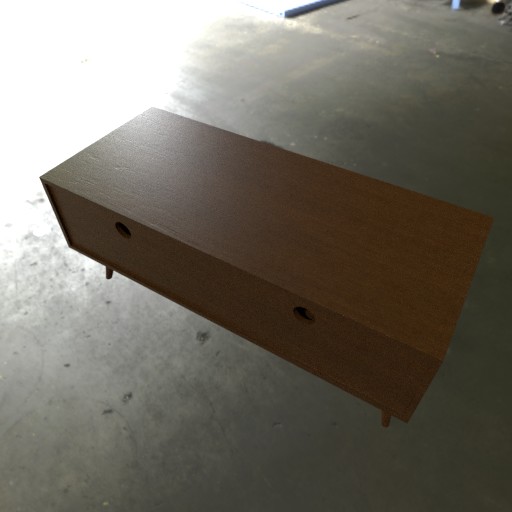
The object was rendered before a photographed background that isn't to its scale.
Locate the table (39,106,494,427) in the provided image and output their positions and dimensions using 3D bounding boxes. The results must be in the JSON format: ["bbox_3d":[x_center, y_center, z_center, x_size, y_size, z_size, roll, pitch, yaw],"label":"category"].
[{"bbox_3d":[0.000,0.000,1.345,1.119,0.464,0.490,24,50,21],"label":"table"}]
